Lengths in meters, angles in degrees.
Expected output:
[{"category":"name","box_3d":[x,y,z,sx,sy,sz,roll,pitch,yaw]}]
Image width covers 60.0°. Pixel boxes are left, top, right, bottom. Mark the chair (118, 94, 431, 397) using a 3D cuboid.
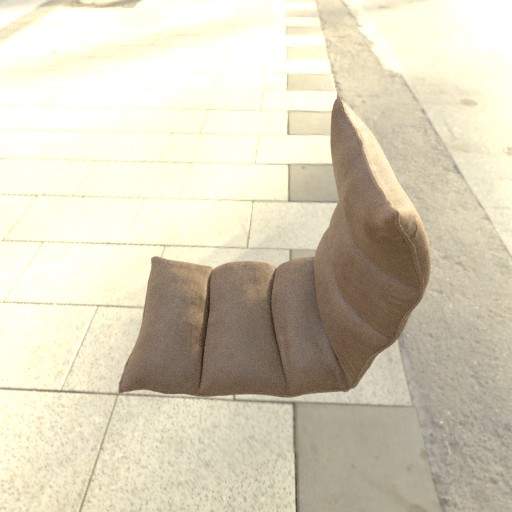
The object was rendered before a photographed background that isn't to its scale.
[{"category":"chair","box_3d":[0.000,0.000,1.579,0.985,0.892,0.714,1,41,1]}]
